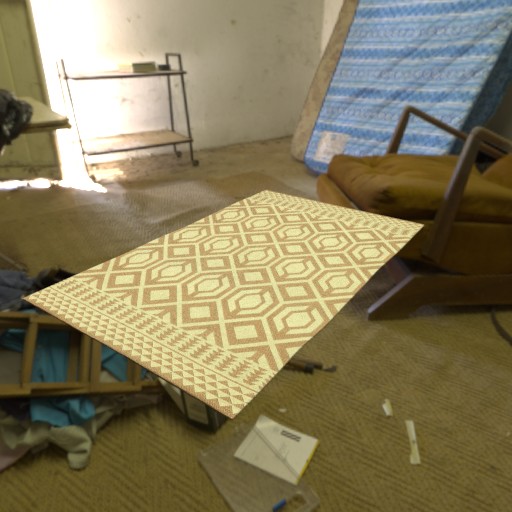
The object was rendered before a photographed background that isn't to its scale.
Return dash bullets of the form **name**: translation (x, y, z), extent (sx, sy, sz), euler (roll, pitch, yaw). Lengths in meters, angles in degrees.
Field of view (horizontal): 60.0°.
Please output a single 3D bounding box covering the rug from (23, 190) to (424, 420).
- **rug**: translation (0.000, 0.000, 3.001), extent (1.526, 0.011, 2.435), euler (18, 31, 31)
